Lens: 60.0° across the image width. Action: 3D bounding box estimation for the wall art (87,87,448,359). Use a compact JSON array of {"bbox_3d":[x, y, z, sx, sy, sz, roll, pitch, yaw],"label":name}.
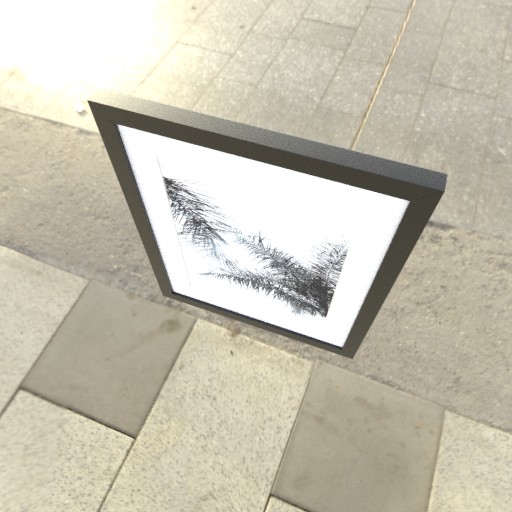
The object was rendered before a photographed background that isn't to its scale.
[{"bbox_3d":[0.000,0.000,0.778,0.457,0.557,0.028,17,59,10],"label":"wall art"}]
